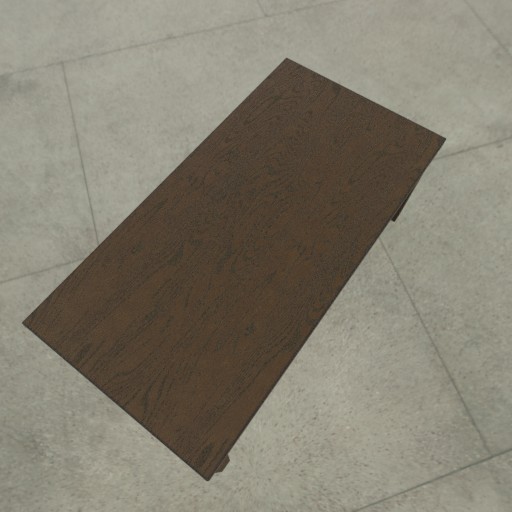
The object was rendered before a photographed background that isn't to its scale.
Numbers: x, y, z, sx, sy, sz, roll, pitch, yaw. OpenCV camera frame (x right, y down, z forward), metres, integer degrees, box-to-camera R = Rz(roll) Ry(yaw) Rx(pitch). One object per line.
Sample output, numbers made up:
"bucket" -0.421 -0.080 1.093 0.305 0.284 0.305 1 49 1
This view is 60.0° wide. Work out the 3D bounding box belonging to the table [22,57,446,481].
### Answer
"table" 0.000 0.000 2.436 1.016 0.762 1.981 33 69 15
